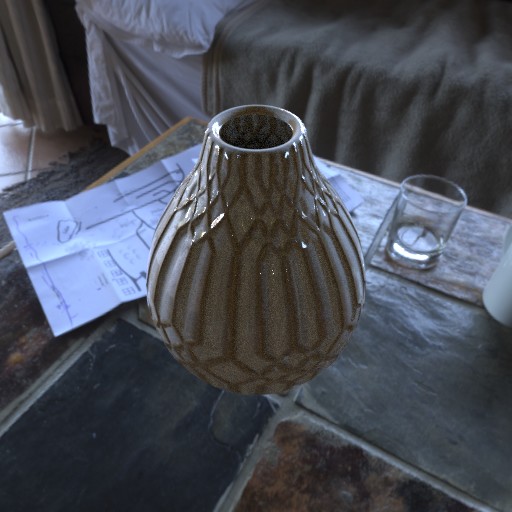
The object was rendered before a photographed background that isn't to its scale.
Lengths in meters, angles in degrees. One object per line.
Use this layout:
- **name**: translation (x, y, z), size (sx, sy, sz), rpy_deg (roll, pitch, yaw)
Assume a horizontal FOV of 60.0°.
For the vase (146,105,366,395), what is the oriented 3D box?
- **vase**: translation (0.000, 0.000, 0.312), size (0.159, 0.200, 0.159), rpy_deg (0, 45, 0)
